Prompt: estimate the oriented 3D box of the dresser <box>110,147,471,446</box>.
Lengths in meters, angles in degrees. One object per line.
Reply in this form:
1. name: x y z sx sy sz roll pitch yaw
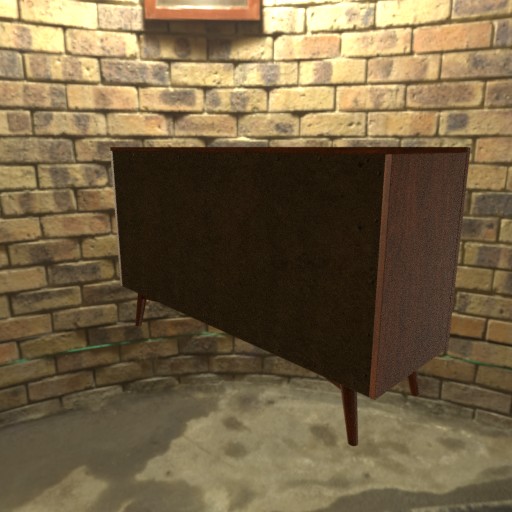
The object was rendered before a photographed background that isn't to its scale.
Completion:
1. dresser: 0.000 0.000 1.861 0.500 0.889 1.472 -13 19 -42
